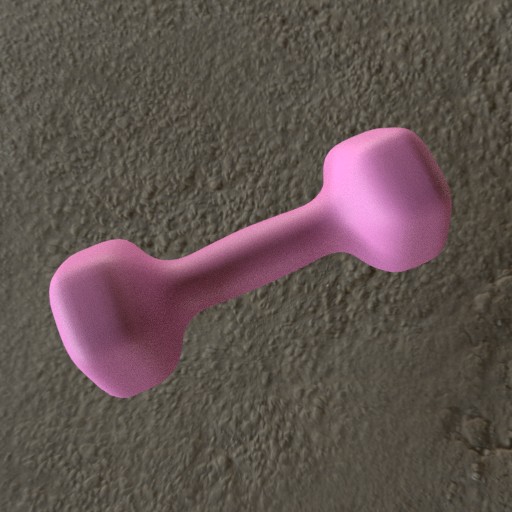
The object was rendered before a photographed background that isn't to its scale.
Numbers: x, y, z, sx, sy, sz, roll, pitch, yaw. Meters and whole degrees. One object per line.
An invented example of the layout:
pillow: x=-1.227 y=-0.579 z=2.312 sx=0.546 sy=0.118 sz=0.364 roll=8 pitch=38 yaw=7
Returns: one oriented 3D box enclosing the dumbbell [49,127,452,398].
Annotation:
dumbbell: x=0.000 y=0.000 z=0.185 sx=0.159 sy=0.058 sz=0.064 roll=-23 pitch=78 yaw=-5
